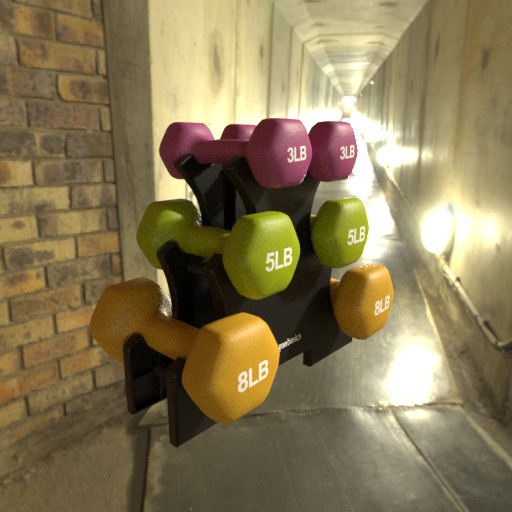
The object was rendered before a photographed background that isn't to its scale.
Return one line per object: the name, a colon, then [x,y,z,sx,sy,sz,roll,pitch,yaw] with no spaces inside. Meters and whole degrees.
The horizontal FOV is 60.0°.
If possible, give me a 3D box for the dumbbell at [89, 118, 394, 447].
dumbbell: [0.000,0.000,0.467,0.190,0.271,0.300,13,20,41]
